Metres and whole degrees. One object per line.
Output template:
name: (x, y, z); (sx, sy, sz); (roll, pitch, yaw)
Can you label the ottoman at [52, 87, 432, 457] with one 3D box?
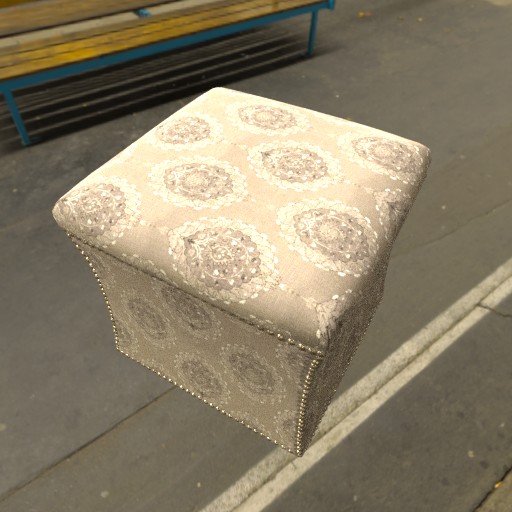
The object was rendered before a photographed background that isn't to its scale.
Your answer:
ottoman: (0.000, 0.000, 0.906); (0.507, 0.473, 0.497); (23, 51, 21)
